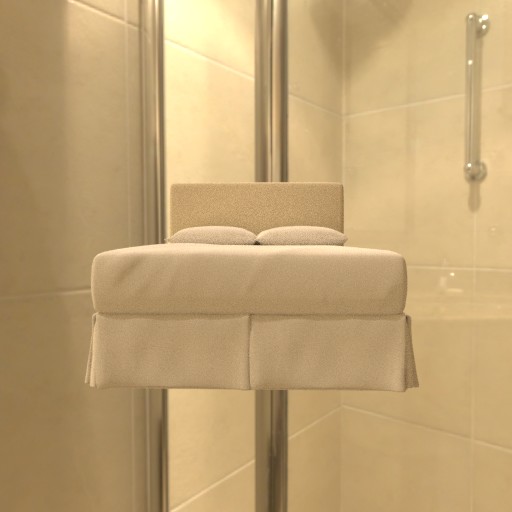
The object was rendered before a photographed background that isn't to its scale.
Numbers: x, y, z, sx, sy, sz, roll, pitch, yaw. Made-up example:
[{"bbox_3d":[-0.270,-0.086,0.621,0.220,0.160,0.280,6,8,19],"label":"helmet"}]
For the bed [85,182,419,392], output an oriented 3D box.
[{"bbox_3d":[0.000,0.000,3.248,1.714,1.330,2.147,0,2,2],"label":"bed"}]
